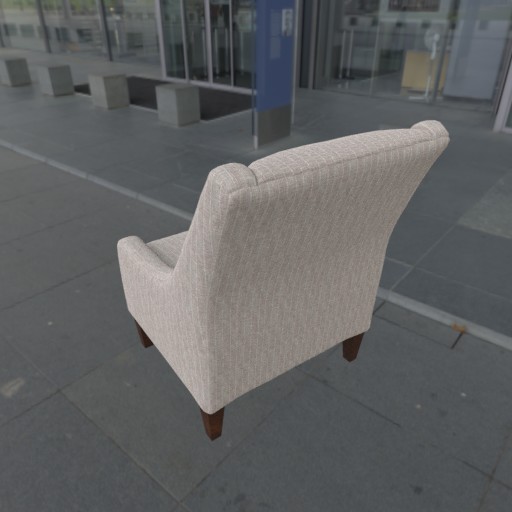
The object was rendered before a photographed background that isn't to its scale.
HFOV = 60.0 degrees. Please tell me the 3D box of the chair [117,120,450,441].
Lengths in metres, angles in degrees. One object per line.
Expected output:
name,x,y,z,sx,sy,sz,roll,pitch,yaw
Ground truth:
chair,0.000,0.000,1.605,0.774,1.014,0.870,-19,35,-30
